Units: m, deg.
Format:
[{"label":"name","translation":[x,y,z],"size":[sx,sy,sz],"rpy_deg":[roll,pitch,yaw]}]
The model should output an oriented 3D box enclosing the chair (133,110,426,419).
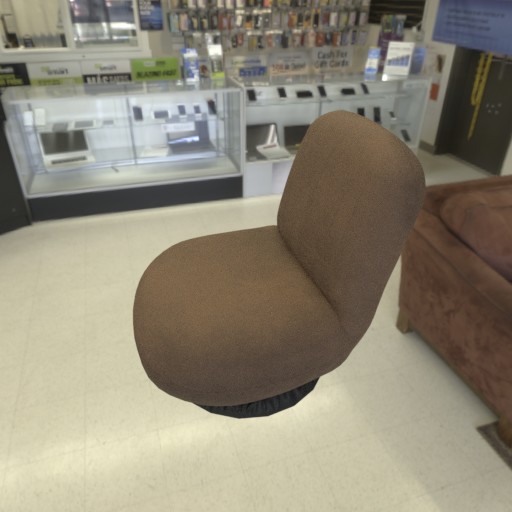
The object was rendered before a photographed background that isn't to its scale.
[{"label":"chair","translation":[0.000,0.000,1.028],"size":[0.597,0.594,0.521],"rpy_deg":[-8,33,-13]}]
